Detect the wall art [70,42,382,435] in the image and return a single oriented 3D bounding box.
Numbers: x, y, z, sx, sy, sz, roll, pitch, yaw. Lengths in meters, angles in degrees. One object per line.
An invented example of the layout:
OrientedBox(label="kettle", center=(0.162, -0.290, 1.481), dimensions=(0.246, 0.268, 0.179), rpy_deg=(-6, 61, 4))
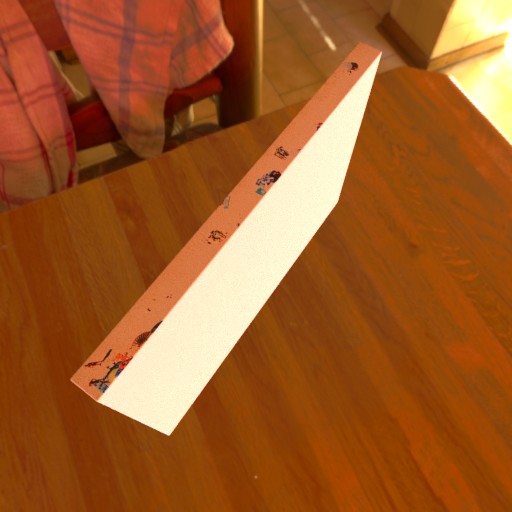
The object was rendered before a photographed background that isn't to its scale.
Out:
OrientedBox(label="wall art", center=(0.000, 0.000, 0.736), dimensions=(0.039, 0.406, 0.609), rpy_deg=(32, 68, 15))
